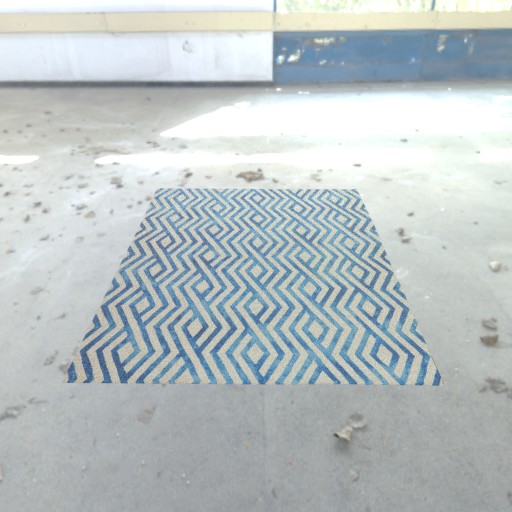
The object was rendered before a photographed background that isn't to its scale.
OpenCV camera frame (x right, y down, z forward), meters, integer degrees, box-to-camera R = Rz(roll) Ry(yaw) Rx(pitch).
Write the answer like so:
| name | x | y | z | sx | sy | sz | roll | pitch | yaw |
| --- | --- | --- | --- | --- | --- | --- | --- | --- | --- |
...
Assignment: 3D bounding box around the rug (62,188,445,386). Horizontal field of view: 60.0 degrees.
| name | x | y | z | sx | sy | sz | roll | pitch | yaw |
| --- | --- | --- | --- | --- | --- | --- | --- | --- | --- |
| rug | 0.000 | 0.000 | 4.119 | 2.453 | 0.008 | 3.059 | 0 | 32 | 0 |
